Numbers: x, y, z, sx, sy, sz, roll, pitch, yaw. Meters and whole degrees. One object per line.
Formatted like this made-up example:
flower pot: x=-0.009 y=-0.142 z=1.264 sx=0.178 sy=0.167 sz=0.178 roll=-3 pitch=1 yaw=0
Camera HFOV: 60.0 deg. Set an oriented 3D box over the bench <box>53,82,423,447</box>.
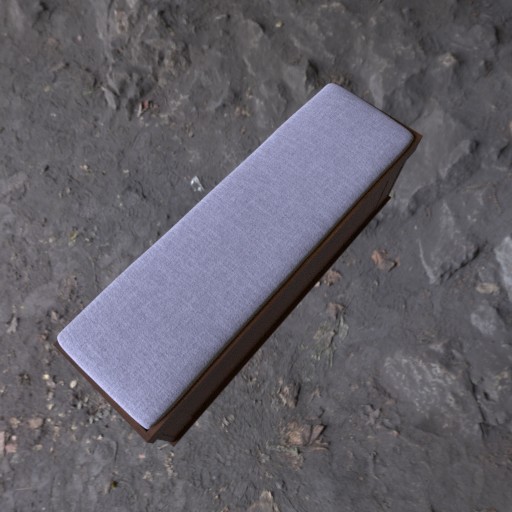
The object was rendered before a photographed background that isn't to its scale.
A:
bench: x=0.000 y=0.000 z=1.454 sx=0.367 sy=0.468 sz=1.196 roll=38 pitch=71 yaw=16
